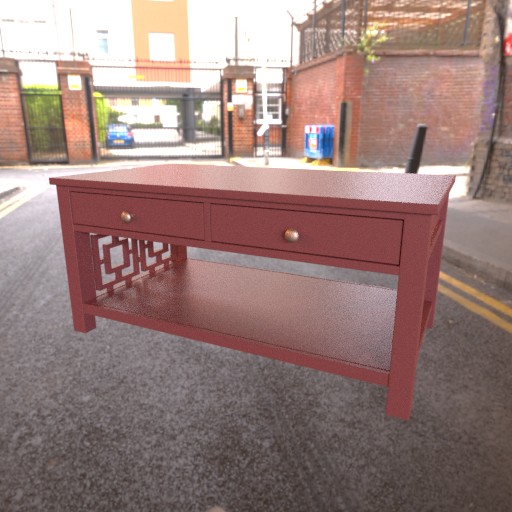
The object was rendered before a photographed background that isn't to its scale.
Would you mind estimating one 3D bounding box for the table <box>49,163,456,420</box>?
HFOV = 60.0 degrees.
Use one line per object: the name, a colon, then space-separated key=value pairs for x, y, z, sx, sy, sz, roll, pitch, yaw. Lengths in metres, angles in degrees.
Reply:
table: x=0.000 y=0.000 z=1.394 sx=1.068 sy=0.493 sz=0.612 roll=8 pitch=18 yaw=25
